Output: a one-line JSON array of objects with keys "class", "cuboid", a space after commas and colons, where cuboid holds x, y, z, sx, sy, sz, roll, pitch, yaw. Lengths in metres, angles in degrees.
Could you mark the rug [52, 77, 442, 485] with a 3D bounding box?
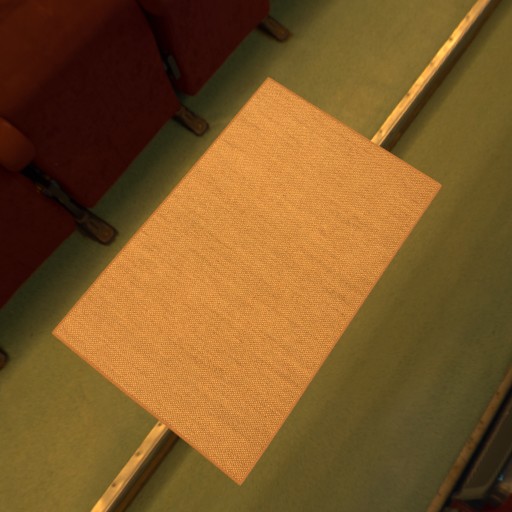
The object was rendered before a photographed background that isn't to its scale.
[{"class": "rug", "cuboid": [0.000, 0.000, 2.084, 1.061, 0.012, 1.668, 35, 77, 9]}]
